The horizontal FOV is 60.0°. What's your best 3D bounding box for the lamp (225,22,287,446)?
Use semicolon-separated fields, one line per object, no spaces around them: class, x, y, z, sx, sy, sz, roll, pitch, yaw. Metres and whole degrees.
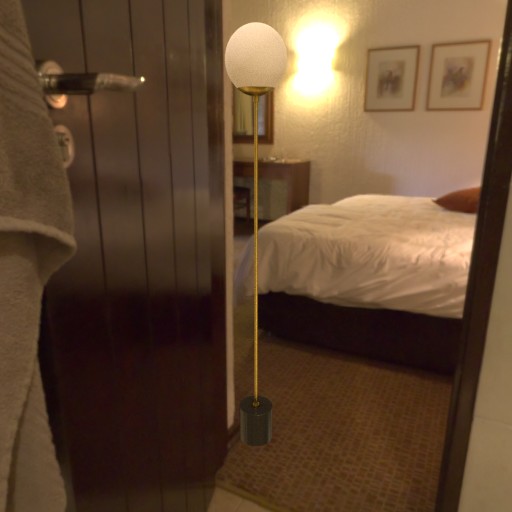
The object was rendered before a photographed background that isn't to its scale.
lamp;0.000;0.000;1.839;0.229;1.748;0.229;-3;16;-9
